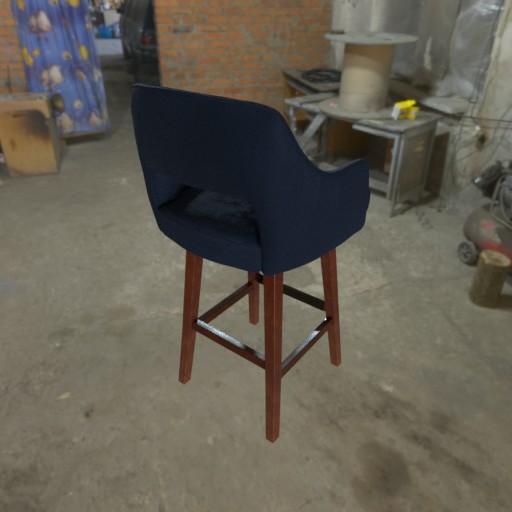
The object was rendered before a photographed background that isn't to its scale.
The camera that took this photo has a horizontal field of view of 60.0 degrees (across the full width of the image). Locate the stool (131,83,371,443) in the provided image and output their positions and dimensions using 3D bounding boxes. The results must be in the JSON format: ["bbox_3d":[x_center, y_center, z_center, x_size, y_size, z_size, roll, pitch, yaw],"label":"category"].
[{"bbox_3d":[0.000,0.000,1.352,0.550,1.041,0.560,22,37,32],"label":"stool"}]
